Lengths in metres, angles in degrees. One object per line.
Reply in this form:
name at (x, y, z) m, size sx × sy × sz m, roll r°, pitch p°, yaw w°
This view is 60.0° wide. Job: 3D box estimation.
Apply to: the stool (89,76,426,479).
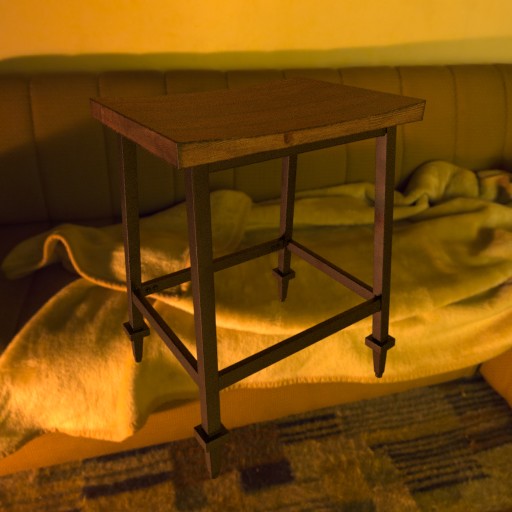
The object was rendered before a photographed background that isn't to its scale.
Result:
stool at (0.000, 0.000, 0.920) m, size 0.486 × 0.625 × 0.405 m, roll -19°, pitch 35°, yaw -30°
